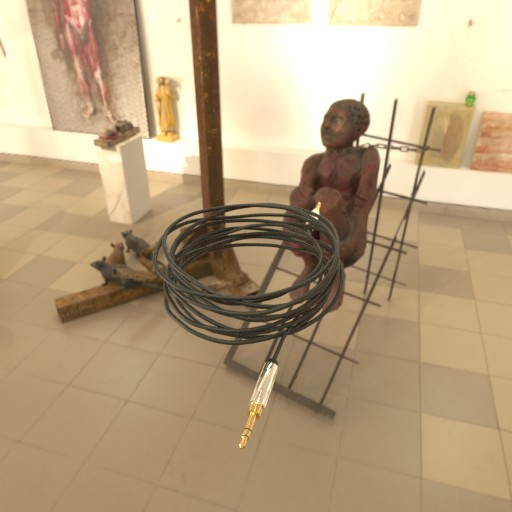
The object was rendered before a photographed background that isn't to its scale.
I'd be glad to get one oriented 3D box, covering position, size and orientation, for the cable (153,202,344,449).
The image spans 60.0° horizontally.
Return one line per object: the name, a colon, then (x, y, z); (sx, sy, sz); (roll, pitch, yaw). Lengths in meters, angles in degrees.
cable: (0.000, 0.000, 0.494); (0.198, 0.069, 0.432); (9, 33, 14)
